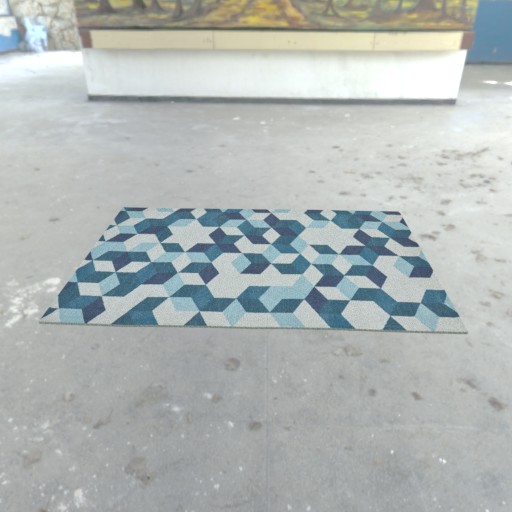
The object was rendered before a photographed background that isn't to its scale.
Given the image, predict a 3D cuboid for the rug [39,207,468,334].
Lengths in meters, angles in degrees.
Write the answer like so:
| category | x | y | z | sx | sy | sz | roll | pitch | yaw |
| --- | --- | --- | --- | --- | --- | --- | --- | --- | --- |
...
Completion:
| category | x | y | z | sx | sy | sz | roll | pitch | yaw |
| --- | --- | --- | --- | --- | --- | --- | --- | --- | --- |
| rug | 0.000 | 0.000 | 2.408 | 1.829 | 0.014 | 1.235 | 1 | 30 | 2 |
